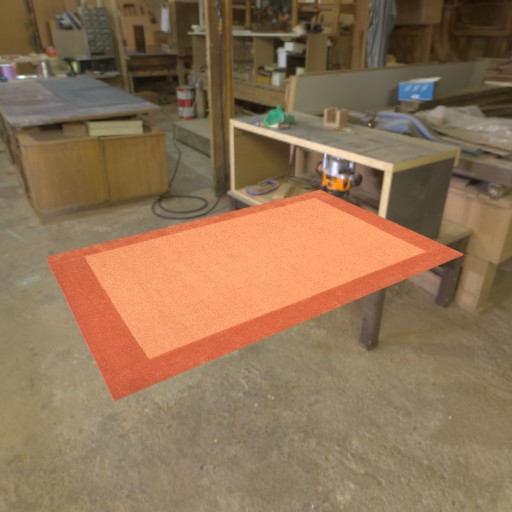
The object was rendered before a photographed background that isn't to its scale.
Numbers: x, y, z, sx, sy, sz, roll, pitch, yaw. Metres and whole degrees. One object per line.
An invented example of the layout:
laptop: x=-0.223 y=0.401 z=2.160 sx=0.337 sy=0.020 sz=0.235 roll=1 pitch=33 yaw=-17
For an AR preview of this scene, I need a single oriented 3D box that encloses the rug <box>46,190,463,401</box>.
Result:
rug: x=0.000 y=0.000 z=3.045 sx=2.438 sy=0.014 sz=1.524 roll=-17 pitch=33 yaw=-29
